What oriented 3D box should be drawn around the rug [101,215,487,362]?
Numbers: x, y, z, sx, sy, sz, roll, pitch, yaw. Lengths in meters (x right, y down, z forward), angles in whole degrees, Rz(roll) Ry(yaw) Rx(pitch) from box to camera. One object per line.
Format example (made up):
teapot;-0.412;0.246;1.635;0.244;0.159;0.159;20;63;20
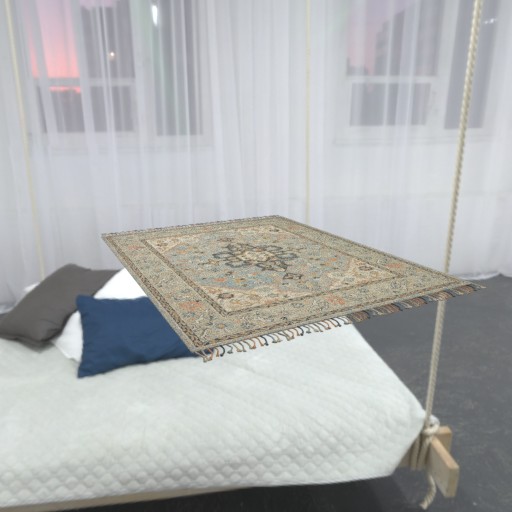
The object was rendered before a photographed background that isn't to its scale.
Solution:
rug;0.000;0.000;4.261;2.379;0.011;3.221;-9;19;-27
